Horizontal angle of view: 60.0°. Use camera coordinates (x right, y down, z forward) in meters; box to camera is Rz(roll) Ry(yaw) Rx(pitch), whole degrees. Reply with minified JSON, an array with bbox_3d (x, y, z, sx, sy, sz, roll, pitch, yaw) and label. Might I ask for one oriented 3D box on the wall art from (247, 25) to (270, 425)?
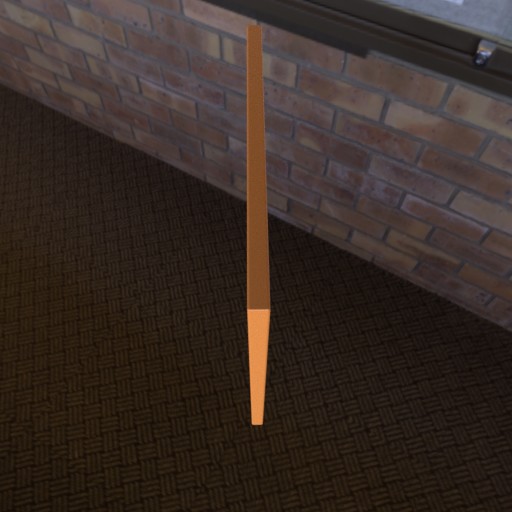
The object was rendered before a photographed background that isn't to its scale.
[{"bbox_3d":[0.000,0.000,0.524,0.015,0.379,0.310,-1,59,0],"label":"wall art"}]
